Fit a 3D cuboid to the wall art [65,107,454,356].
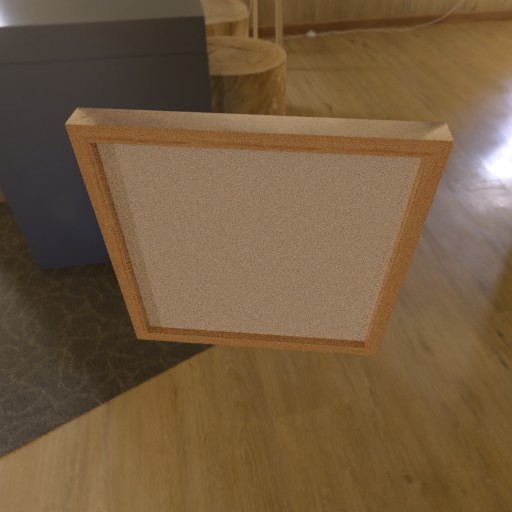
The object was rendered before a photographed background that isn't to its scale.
[{"bbox_3d":[0.000,0.000,0.462,0.303,0.303,0.028,3,46,3],"label":"wall art"}]
